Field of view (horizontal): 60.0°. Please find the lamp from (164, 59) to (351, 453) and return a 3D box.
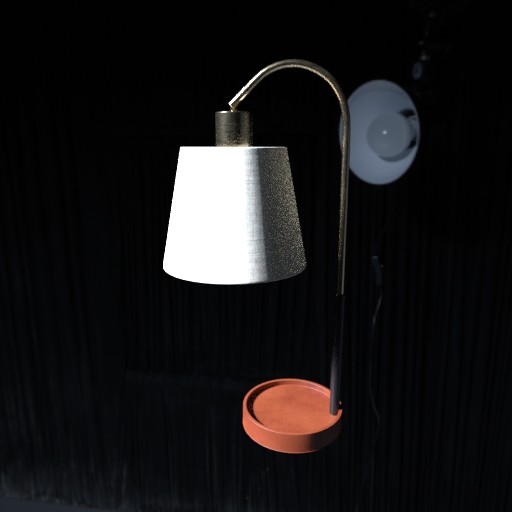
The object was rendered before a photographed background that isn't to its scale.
[{"bbox_3d":[0.000,0.000,0.654,0.273,0.536,0.211,2,14,10],"label":"lamp"}]
